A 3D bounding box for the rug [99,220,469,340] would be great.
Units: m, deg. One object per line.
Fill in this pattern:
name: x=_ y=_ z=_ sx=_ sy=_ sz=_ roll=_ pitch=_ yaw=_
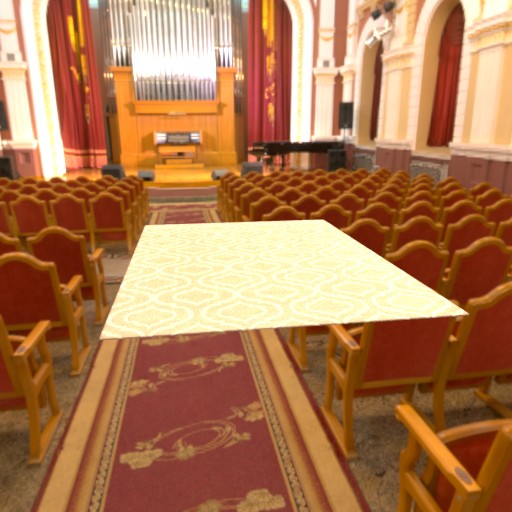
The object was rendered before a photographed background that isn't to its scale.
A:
rug: x=0.000 y=0.000 z=4.436 sx=2.438 sy=0.010 sz=3.353 roll=-2 pitch=16 yaw=-9
